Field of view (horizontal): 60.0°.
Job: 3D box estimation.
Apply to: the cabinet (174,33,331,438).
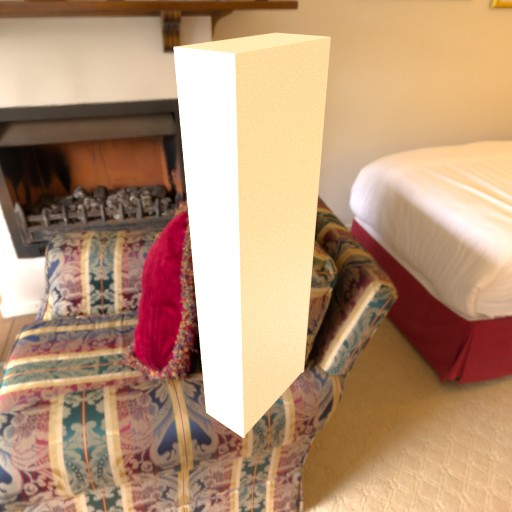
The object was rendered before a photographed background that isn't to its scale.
[{"bbox_3d":[0.000,0.000,1.859,0.255,1.630,0.520,22,38,31],"label":"cabinet"}]
